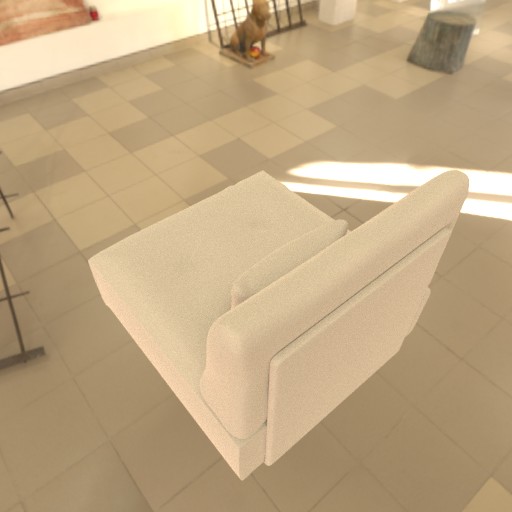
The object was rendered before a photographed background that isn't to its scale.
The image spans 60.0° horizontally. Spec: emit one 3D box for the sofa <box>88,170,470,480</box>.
[{"bbox_3d":[0.000,0.000,1.632,0.935,0.828,1.000,-31,54,-26],"label":"sofa"}]
